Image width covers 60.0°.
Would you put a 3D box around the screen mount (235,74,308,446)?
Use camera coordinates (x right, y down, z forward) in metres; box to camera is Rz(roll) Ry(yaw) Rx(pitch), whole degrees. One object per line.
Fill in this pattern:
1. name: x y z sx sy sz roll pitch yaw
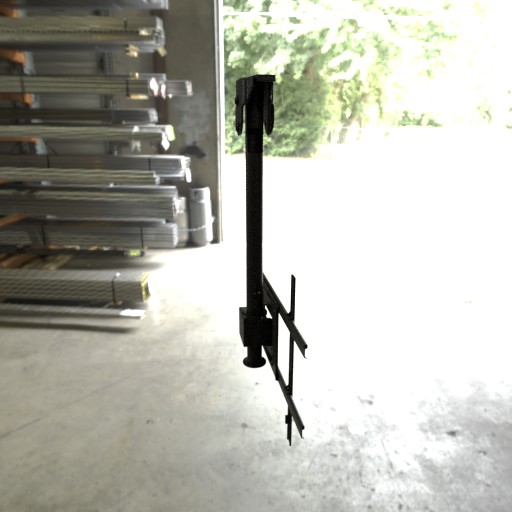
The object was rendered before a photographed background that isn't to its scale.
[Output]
1. screen mount: 0.000 0.000 1.047 0.090 0.775 0.595 -3 17 -10
